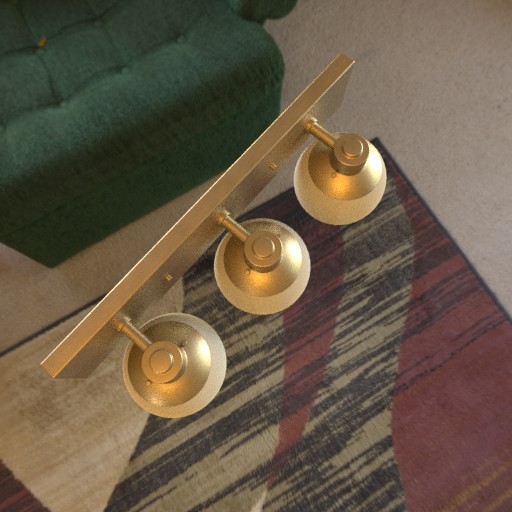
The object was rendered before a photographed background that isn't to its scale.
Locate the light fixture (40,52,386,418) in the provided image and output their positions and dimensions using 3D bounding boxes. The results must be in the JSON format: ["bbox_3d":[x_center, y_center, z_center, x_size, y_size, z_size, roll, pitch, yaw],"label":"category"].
[{"bbox_3d":[0.000,0.000,0.829,0.218,0.263,0.721,40,78,10],"label":"light fixture"}]
